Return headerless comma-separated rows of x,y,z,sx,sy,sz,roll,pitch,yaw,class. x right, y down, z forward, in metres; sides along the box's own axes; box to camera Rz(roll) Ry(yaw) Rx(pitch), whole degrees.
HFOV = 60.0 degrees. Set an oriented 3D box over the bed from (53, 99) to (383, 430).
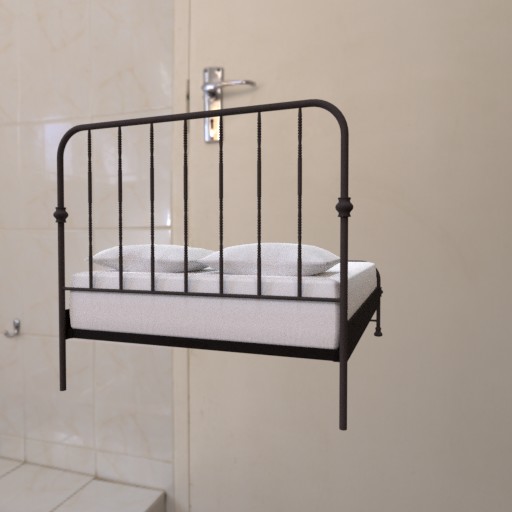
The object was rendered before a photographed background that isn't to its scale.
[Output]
0.000,0.000,3.147,1.616,1.446,2.134,1,2,20,bed
